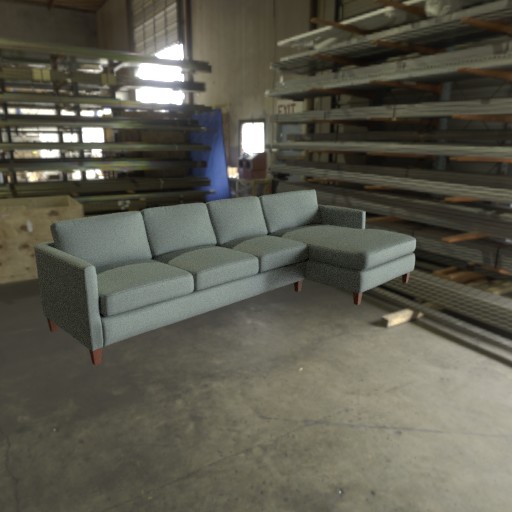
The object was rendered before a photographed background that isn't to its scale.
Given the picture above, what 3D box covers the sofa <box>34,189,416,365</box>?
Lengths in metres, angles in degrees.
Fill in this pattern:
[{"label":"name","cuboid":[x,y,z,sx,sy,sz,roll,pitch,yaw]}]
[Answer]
[{"label":"sofa","cuboid":[0.000,0.000,4.223,3.471,0.950,1.604,-14,20,-43]}]
